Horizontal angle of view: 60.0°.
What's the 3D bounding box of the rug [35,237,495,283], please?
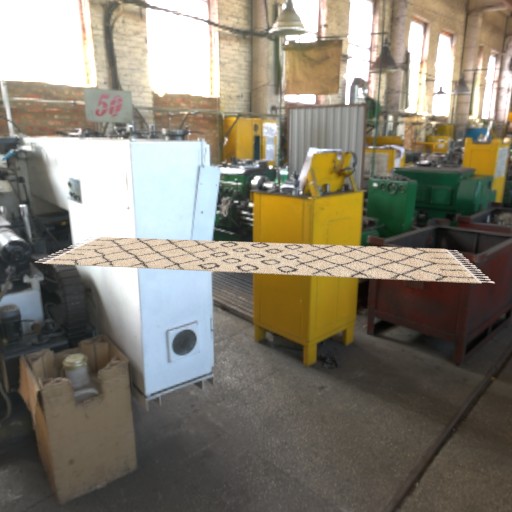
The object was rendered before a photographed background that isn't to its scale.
[{"bbox_3d":[0.000,0.000,2.649,2.464,0.005,0.660,2,16,8],"label":"rug"}]
